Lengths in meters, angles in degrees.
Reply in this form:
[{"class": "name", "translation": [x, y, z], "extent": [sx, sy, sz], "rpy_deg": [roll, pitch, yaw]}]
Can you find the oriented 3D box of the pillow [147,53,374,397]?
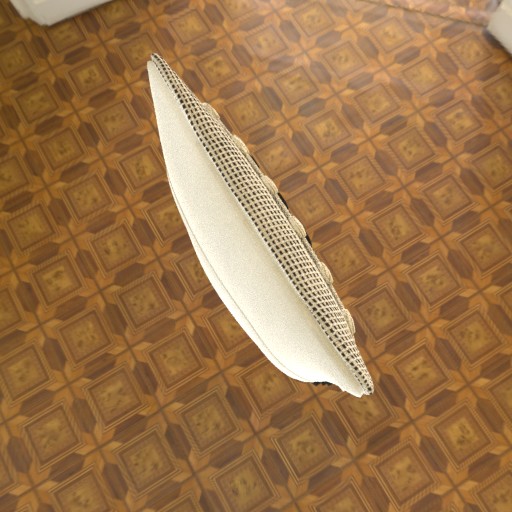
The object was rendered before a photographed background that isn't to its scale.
[{"class": "pillow", "translation": [0.000, 0.000, 0.664], "extent": [0.156, 0.438, 0.436], "rpy_deg": [-31, 78, -7]}]
